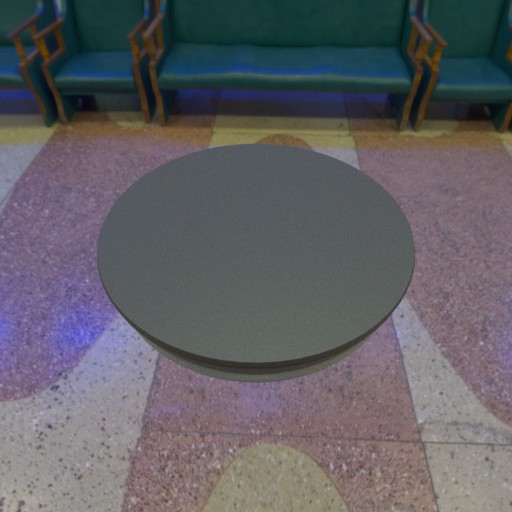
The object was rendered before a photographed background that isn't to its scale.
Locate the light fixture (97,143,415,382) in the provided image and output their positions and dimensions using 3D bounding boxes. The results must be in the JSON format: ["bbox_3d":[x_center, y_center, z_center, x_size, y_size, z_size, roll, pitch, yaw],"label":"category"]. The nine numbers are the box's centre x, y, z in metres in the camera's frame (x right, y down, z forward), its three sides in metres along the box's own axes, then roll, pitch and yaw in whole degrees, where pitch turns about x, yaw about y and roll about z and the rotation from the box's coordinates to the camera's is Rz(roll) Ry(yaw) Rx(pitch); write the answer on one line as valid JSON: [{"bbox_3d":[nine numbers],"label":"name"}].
[{"bbox_3d":[0.000,0.000,0.561,0.368,0.100,0.368,0,46,0],"label":"light fixture"}]
